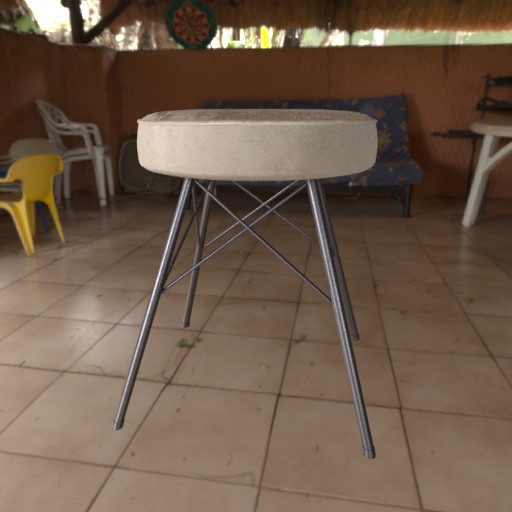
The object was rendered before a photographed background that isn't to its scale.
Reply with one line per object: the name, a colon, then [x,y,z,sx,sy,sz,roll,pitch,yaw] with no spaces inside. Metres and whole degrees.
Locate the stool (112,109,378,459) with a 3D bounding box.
stool: [0.000,0.000,0.858,0.457,0.538,0.423,3,18,8]
